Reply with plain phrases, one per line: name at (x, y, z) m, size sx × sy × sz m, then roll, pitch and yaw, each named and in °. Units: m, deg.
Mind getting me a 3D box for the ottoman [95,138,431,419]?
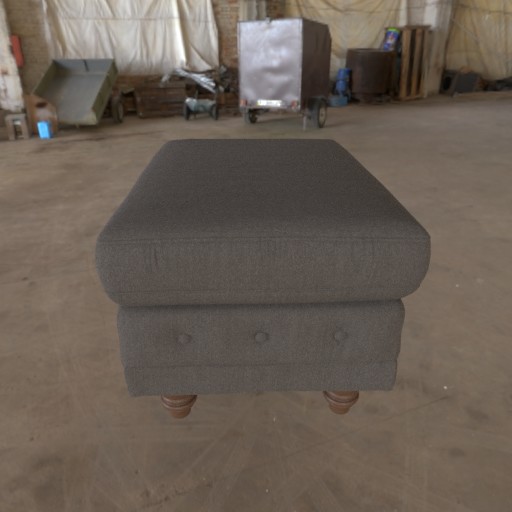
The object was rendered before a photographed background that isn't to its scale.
ottoman at (0.000, 0.000, 1.137) m, size 0.569 × 0.500 × 0.771 m, roll -1°, pitch 26°, yaw -2°
